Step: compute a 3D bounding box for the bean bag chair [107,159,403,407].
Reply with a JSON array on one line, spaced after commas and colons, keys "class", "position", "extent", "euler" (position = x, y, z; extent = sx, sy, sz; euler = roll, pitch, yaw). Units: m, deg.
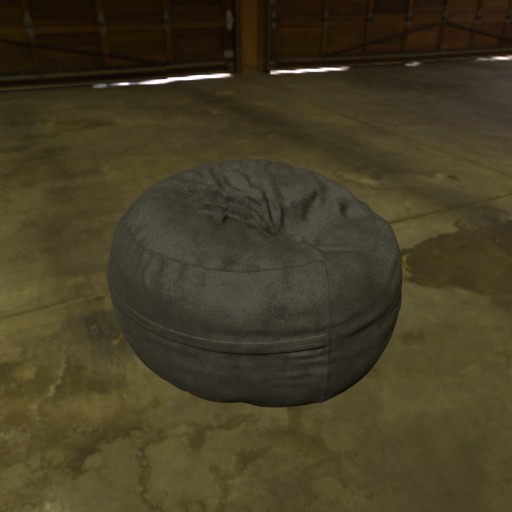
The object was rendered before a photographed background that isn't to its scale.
[{"class": "bean bag chair", "position": [0.000, 0.000, 2.354], "extent": [1.525, 0.751, 1.525], "euler": [0, 30, 0]}]
